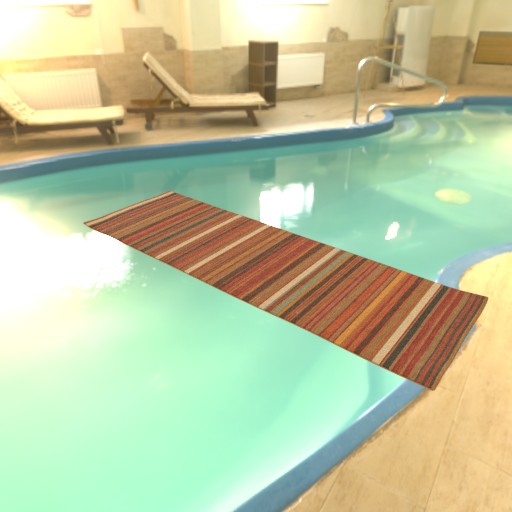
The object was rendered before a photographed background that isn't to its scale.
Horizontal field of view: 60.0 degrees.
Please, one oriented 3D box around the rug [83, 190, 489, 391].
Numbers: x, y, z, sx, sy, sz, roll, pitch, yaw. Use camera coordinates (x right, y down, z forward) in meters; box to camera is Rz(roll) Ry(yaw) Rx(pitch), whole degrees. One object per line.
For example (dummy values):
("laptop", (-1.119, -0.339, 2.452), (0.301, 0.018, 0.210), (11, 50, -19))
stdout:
("rug", (0.000, 0.000, 2.677), (2.444, 0.030, 0.799), (22, 36, 33))
